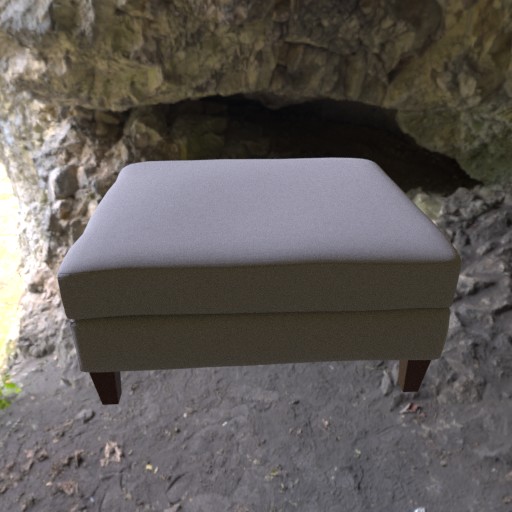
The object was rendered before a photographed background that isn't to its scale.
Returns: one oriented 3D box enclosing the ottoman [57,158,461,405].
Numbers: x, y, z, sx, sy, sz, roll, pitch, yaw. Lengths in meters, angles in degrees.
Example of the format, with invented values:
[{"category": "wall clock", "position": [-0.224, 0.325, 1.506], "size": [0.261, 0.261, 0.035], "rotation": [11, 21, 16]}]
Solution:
[{"category": "ottoman", "position": [0.000, 0.000, 1.465], "size": [0.976, 0.492, 0.836], "rotation": [-2, 29, -3]}]
